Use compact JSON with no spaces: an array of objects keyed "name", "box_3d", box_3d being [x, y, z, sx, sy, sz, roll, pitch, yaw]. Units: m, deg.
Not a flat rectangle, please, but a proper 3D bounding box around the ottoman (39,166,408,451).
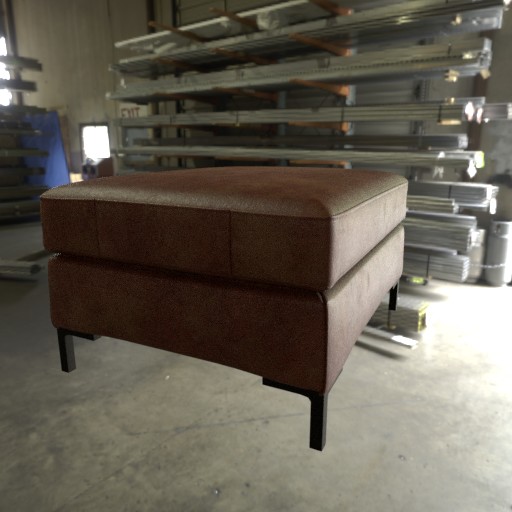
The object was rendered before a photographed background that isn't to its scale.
[{"name":"ottoman","box_3d":[0.000,0.000,1.737,0.965,0.667,1.186,7,16,26]}]
